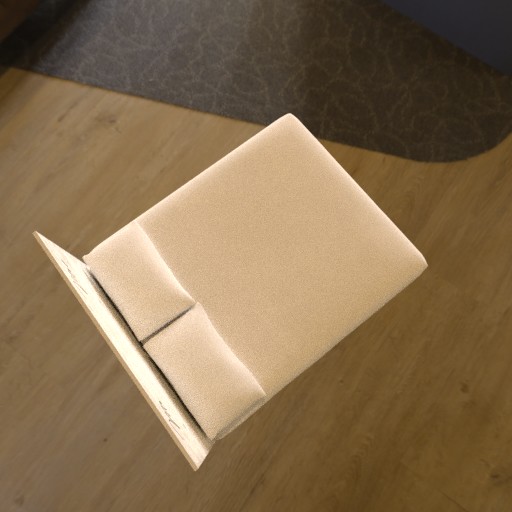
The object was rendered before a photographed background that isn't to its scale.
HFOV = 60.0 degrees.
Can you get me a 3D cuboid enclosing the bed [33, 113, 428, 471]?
[{"bbox_3d":[0.000,0.000,3.218,2.094,1.335,1.745,-37,78,-9],"label":"bed"}]
